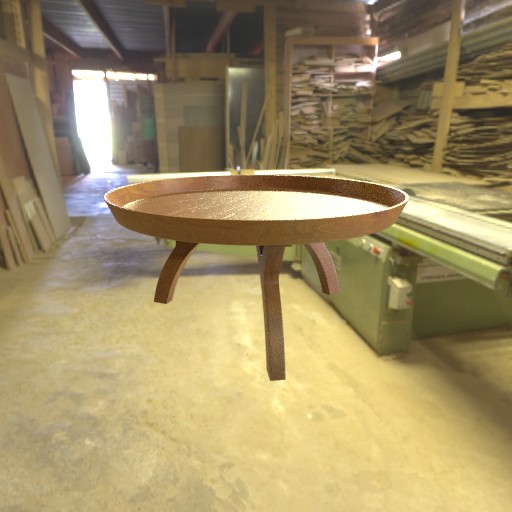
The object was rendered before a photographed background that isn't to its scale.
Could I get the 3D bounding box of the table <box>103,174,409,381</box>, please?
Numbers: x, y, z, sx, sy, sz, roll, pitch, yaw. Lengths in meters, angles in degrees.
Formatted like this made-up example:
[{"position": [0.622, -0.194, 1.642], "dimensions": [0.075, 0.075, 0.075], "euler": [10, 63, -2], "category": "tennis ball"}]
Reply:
[{"position": [0.000, 0.000, 1.582], "dimensions": [1.016, 0.470, 1.016], "euler": [0, 16, 0], "category": "table"}]
